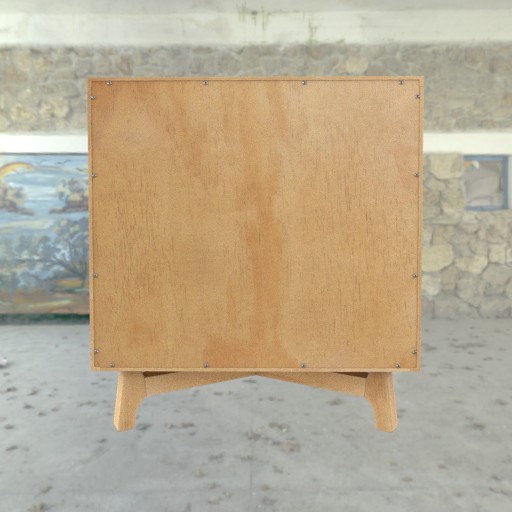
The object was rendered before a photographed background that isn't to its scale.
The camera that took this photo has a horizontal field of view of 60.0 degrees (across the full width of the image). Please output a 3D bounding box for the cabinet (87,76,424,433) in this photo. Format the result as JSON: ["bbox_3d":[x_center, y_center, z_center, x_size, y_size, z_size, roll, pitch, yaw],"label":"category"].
[{"bbox_3d":[0.000,0.000,0.930,0.551,0.599,0.394,0,2,1],"label":"cabinet"}]
